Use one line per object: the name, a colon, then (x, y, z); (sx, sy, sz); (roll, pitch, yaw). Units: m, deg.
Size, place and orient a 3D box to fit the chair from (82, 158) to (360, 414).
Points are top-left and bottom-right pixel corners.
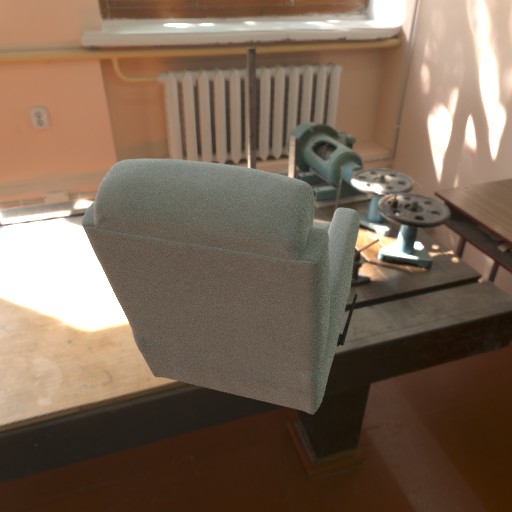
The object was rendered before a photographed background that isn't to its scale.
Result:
chair: (0.000, 0.000, 1.722); (0.798, 1.013, 1.043); (9, 33, 14)
